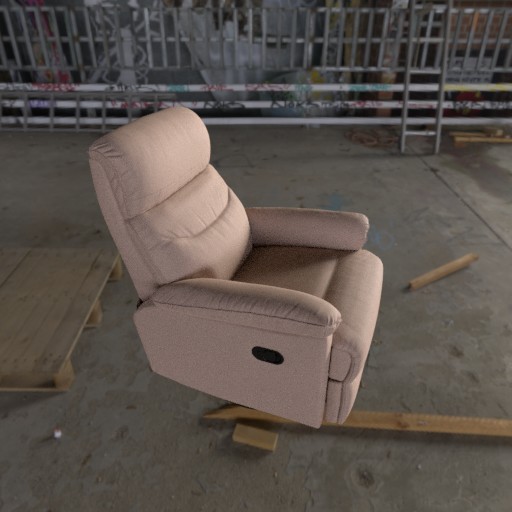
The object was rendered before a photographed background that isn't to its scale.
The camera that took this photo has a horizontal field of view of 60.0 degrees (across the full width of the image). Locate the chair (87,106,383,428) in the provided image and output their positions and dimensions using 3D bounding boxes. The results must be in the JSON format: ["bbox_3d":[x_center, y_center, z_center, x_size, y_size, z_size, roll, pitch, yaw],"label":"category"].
[{"bbox_3d":[0.000,0.000,1.783,1.004,1.037,0.820,10,33,17],"label":"chair"}]
